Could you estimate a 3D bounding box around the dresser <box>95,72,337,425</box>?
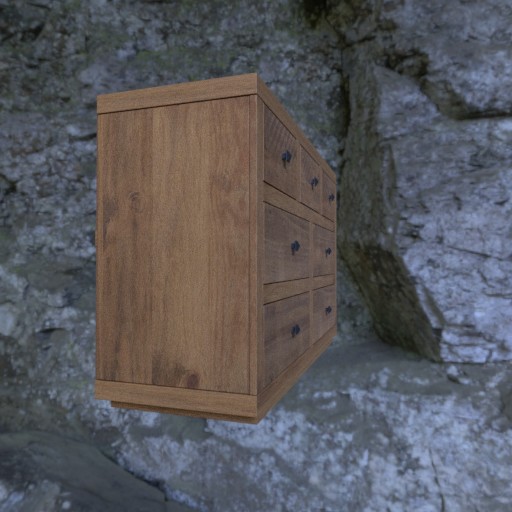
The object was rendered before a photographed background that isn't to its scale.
[{"bbox_3d":[0.000,0.000,1.679,0.479,0.825,1.261,0,-1,18],"label":"dresser"}]
